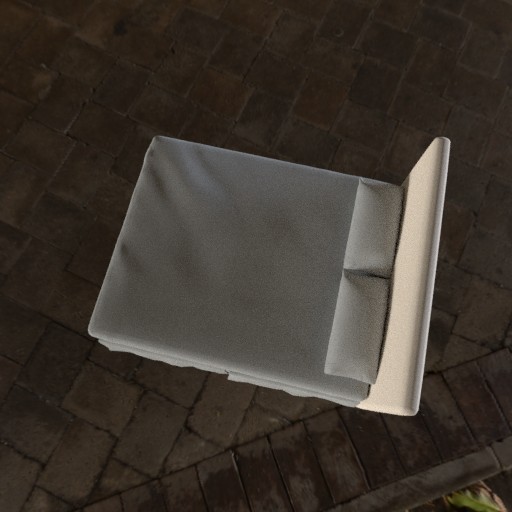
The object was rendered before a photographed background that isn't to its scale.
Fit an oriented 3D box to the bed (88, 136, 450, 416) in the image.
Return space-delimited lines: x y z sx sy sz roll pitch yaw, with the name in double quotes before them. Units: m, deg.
"bed" 0.000 0.000 3.205 2.142 1.330 1.748 13 73 4
